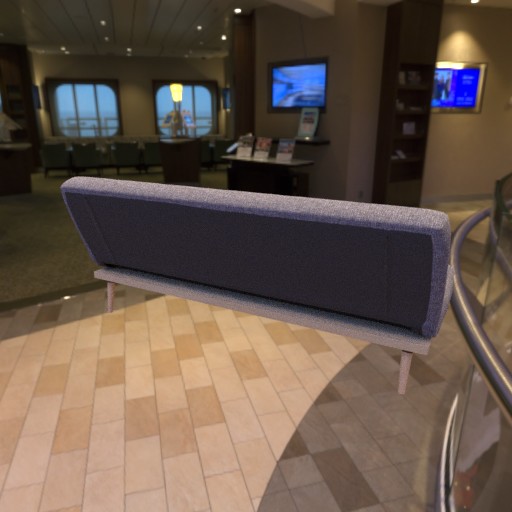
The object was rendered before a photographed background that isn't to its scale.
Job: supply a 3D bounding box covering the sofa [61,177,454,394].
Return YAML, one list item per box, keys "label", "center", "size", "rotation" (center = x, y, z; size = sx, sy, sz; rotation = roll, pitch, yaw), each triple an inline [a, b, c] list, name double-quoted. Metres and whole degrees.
- label: "sofa"
  center: [0.000, 0.000, 2.243]
  size: [1.820, 0.770, 0.820]
  rotation: [9, 20, 27]
